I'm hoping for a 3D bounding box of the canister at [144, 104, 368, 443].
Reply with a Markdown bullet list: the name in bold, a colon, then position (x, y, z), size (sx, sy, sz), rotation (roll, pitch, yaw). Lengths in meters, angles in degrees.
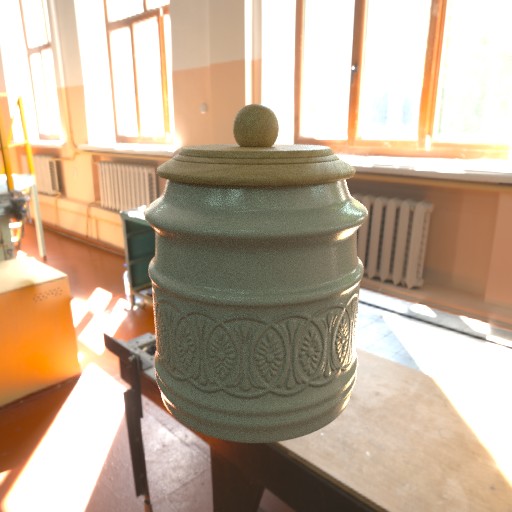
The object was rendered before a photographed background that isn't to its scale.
- **canister**: position (0.000, 0.000, 0.271), size (0.130, 0.176, 0.130), rotation (0, 16, 0)
